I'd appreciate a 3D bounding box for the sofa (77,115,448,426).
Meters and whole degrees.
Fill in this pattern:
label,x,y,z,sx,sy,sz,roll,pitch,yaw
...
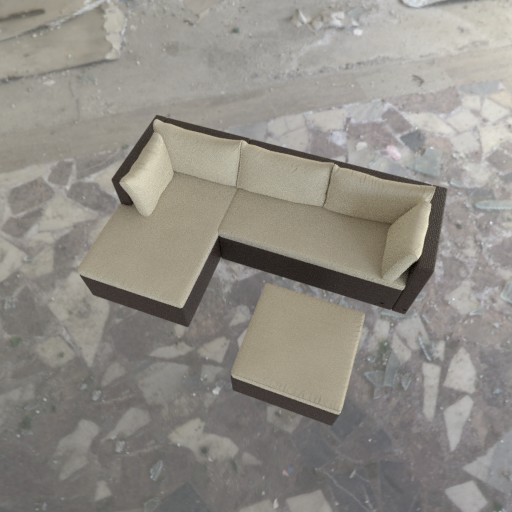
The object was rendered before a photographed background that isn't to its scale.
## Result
label,x,y,z,sx,sy,sz,roll,pitch,yaw
sofa,0.000,0.000,3.000,2.192,0.766,1.612,17,60,10
